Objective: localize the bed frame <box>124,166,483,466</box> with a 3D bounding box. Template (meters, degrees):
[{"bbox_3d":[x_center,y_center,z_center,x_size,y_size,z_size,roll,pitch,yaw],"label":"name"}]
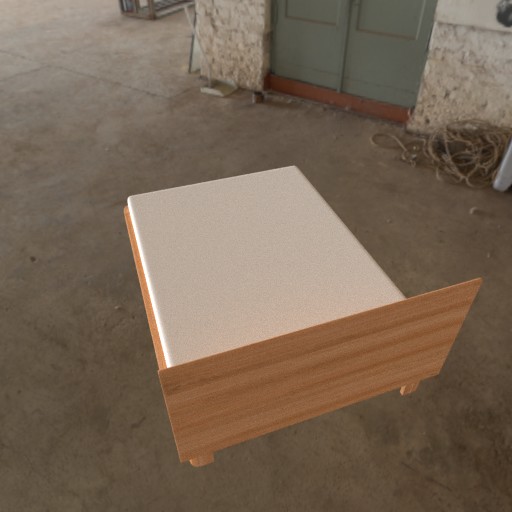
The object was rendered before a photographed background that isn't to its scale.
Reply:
[{"bbox_3d":[0.000,0.000,2.829,1.472,0.940,1.992,-13,43,-15],"label":"bed frame"}]
